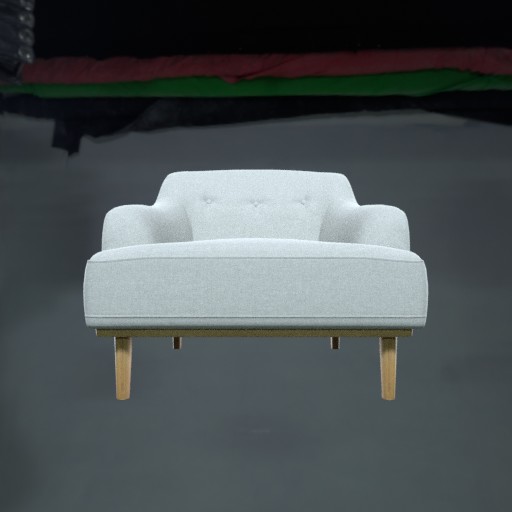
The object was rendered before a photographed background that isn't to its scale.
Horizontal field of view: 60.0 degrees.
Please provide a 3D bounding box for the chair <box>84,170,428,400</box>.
[{"bbox_3d":[0.000,0.000,1.645,0.946,0.818,0.951,0,-1,0],"label":"chair"}]
